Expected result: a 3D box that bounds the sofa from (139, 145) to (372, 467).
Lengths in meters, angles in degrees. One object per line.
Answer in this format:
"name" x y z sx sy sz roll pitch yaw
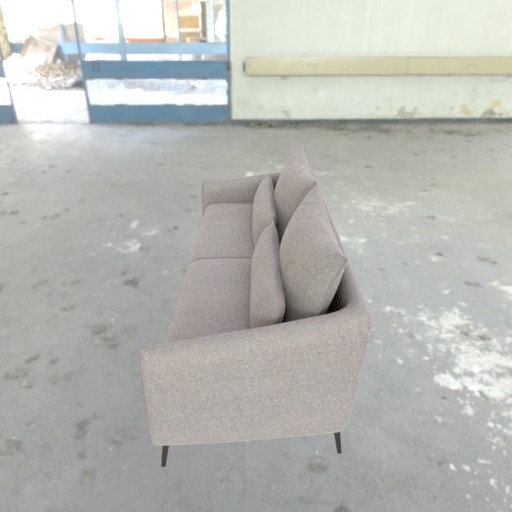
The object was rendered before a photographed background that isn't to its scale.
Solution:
"sofa" 0.000 0.000 2.416 0.809 0.833 2.022 0 27 0
